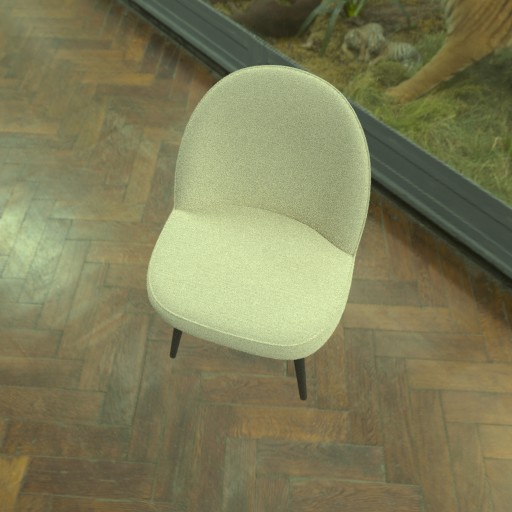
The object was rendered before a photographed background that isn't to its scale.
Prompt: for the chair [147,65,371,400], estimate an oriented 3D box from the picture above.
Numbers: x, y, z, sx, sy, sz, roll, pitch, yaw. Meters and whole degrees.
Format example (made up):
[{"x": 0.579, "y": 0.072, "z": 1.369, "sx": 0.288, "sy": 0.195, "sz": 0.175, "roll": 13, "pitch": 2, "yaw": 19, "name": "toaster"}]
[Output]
[{"x": 0.000, "y": 0.000, "z": 1.225, "sx": 0.532, "sy": 0.838, "sz": 0.540, "roll": 15, "pitch": 59, "yaw": 9, "name": "chair"}]
